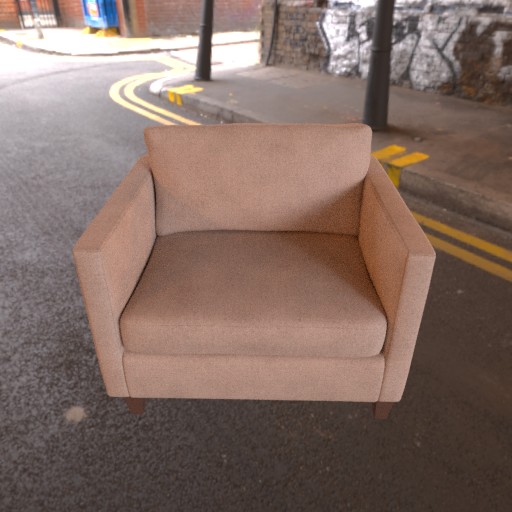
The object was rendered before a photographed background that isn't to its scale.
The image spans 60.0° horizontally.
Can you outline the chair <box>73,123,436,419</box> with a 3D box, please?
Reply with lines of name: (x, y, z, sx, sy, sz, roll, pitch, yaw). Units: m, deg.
chair: (0.000, 0.000, 1.848, 1.133, 0.961, 0.959, 1, 31, 1)
